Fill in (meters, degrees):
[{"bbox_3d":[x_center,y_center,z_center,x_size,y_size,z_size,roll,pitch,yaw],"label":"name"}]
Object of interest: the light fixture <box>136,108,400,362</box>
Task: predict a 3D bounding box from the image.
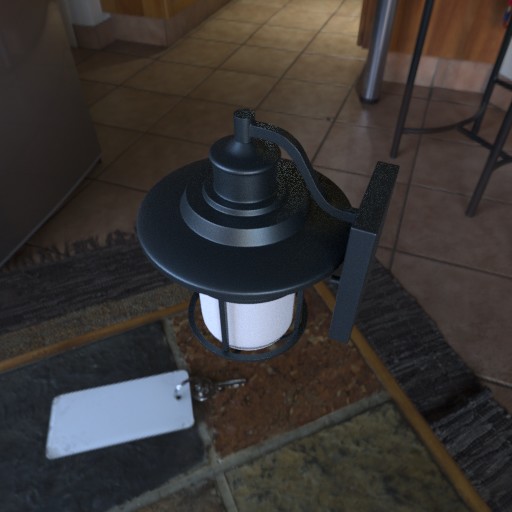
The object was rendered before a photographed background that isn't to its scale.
[{"bbox_3d":[0.000,0.000,0.506,0.252,0.345,0.222,17,48,16],"label":"light fixture"}]
